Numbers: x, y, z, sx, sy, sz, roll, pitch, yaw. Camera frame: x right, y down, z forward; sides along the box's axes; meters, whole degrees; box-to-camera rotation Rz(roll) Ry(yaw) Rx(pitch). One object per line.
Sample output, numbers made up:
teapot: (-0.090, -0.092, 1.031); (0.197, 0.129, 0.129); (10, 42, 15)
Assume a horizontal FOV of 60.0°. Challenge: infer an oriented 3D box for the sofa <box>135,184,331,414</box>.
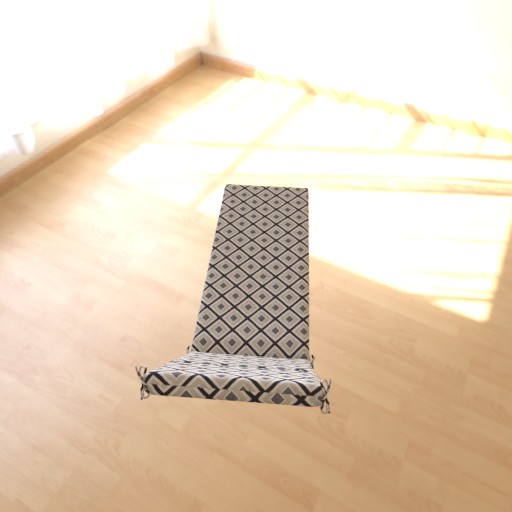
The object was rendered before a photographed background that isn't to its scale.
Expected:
sofa: (0.000, 0.000, 1.992); (0.582, 0.622, 1.663); (3, 47, 3)
